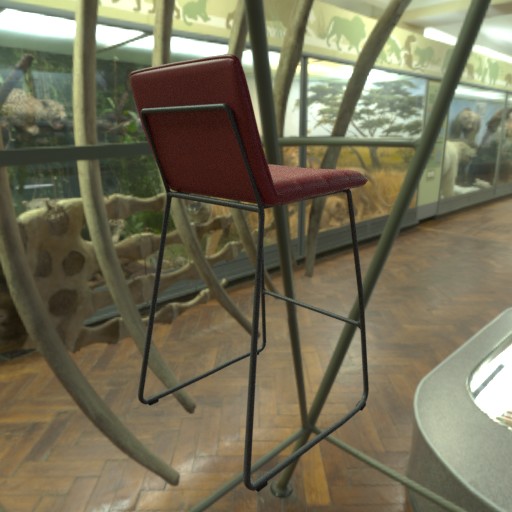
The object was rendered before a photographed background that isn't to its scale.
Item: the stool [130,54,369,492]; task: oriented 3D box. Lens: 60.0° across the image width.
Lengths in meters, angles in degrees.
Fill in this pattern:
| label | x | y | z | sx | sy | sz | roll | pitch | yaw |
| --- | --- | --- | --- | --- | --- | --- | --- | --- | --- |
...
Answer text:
| label | x | y | z | sx | sy | sz | roll | pitch | yaw |
| --- | --- | --- | --- | --- | --- | --- | --- | --- | --- |
| stool | 0.000 | 0.000 | 1.213 | 0.524 | 0.937 | 0.489 | -15 | 22 | -42 |
